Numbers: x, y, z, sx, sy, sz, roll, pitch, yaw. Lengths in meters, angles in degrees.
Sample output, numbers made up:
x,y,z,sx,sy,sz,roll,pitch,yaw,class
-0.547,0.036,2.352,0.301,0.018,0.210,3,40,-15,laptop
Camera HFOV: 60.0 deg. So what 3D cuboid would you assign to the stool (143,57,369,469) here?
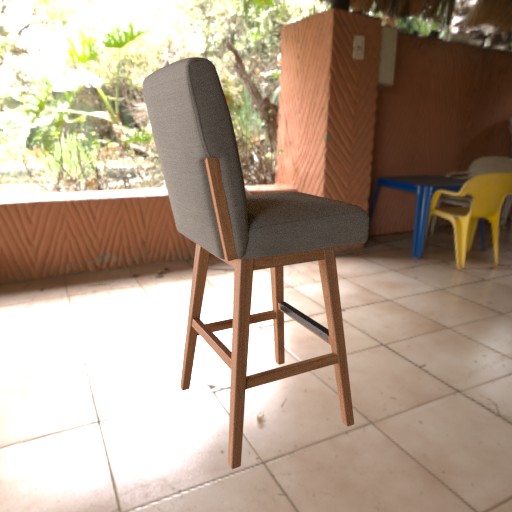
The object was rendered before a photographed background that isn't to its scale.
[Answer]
x,y,z,sx,sy,sz,roll,pitch,yaw,class
0.000,0.000,1.425,0.570,1.112,0.483,-8,18,-26,stool
